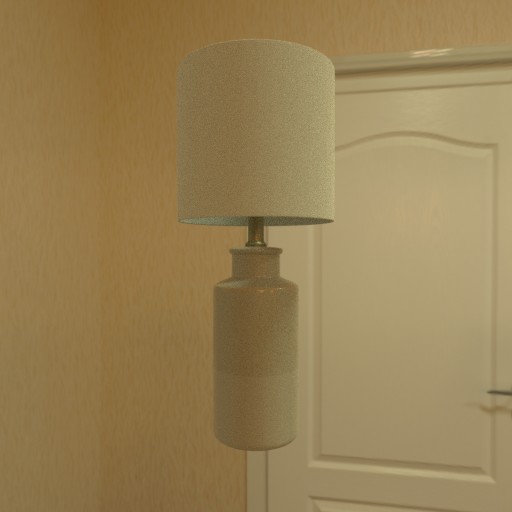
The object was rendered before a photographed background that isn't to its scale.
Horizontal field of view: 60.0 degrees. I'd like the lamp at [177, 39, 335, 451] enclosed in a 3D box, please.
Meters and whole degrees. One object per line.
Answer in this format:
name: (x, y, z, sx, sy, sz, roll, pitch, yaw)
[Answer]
lamp: (0.000, 0.000, 0.609, 0.212, 0.493, 0.212, 0, 1, -19)
